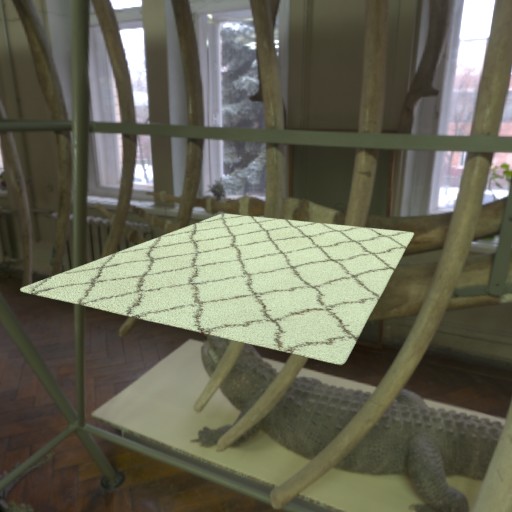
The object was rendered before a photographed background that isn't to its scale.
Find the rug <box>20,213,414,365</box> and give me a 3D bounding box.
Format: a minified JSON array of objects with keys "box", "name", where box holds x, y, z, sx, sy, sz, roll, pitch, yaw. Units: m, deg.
[{"box":[0.000,0.000,4.087,2.438,0.029,3.047,8,19,24],"name":"rug"}]
